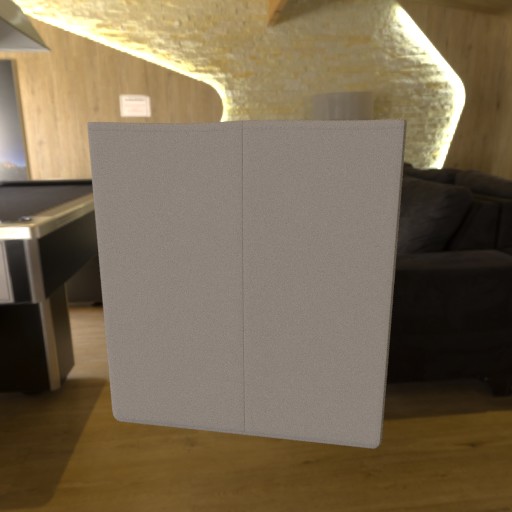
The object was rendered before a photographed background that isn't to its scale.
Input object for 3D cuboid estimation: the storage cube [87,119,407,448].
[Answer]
[{"bbox_3d":[0.000,0.000,0.502,0.270,0.280,0.270,2,14,9],"label":"storage cube"}]
